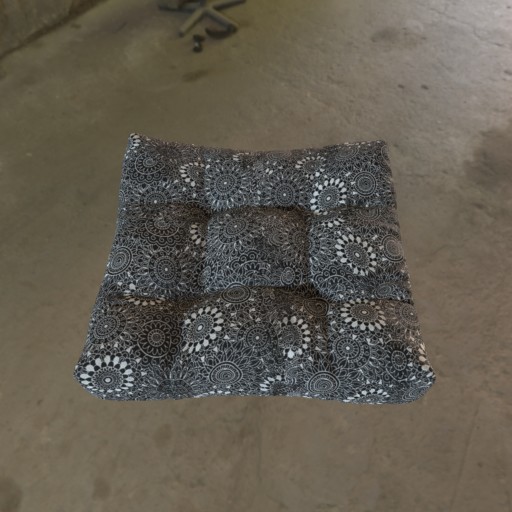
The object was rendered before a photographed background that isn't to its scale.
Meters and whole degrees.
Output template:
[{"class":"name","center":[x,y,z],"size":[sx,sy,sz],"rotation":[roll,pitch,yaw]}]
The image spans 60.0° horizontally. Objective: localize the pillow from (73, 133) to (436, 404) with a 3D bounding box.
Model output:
[{"class":"pillow","center":[0.000,0.000,0.732],"size":[0.490,0.128,0.468],"rotation":[1,59,0]}]
